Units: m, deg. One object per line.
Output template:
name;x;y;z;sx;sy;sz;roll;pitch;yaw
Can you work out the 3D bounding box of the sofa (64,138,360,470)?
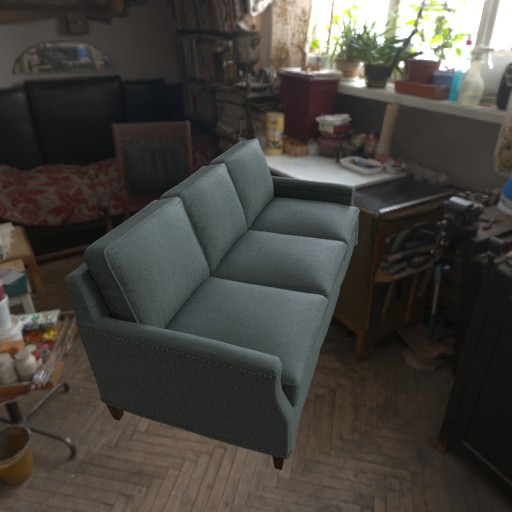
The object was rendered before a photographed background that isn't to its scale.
sofa;0.000;0.000;2.857;1.084;1.003;2.246;9;30;16
